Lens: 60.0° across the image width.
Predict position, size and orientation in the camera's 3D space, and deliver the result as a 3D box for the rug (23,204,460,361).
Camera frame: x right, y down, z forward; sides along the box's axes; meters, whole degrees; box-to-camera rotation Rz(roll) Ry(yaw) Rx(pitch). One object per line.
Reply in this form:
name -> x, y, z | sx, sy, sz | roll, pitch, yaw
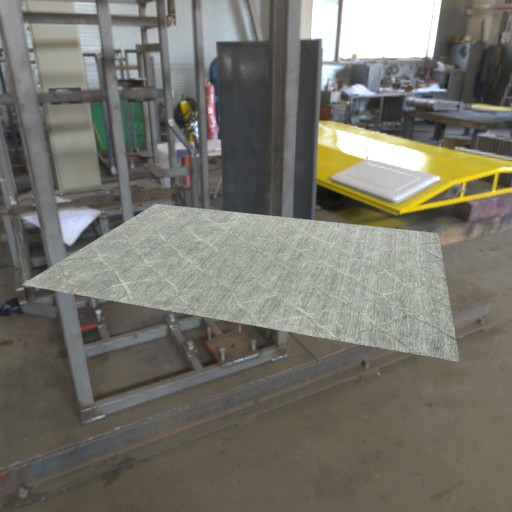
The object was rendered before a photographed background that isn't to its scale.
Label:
rug -> 0.000, 0.000, 2.849 | 2.283, 0.006, 1.521 | 7, 26, 16
